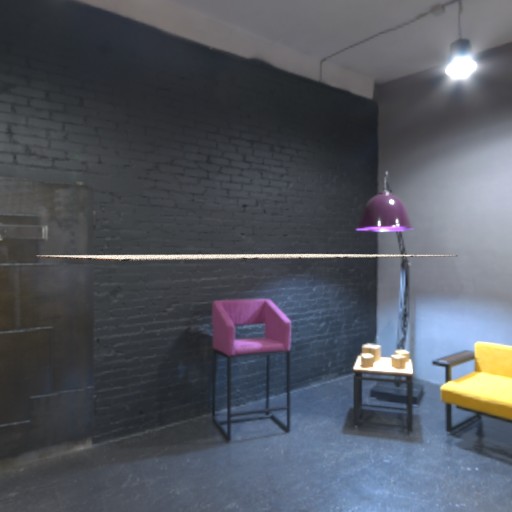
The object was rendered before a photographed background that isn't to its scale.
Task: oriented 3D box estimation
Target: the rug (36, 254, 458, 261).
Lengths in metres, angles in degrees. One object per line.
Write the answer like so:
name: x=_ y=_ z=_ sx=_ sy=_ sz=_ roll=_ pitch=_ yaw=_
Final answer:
rug: x=0.000 y=0.000 z=3.037 sx=2.465 sy=0.008 sz=1.526 roll=0 pitch=1 yaw=-37
